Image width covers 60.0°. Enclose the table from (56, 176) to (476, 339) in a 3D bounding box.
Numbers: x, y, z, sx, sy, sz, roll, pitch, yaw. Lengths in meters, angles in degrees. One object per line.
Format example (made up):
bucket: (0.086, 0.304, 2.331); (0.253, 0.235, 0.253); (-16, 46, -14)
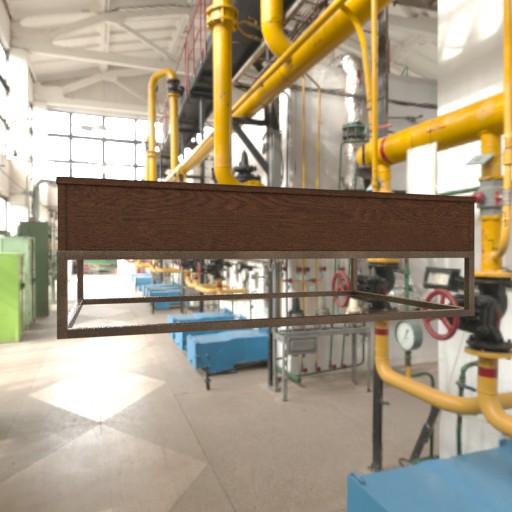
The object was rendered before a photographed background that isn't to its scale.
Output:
table: (0.000, 0.000, 1.501); (1.167, 0.361, 0.719); (0, 1, -18)
